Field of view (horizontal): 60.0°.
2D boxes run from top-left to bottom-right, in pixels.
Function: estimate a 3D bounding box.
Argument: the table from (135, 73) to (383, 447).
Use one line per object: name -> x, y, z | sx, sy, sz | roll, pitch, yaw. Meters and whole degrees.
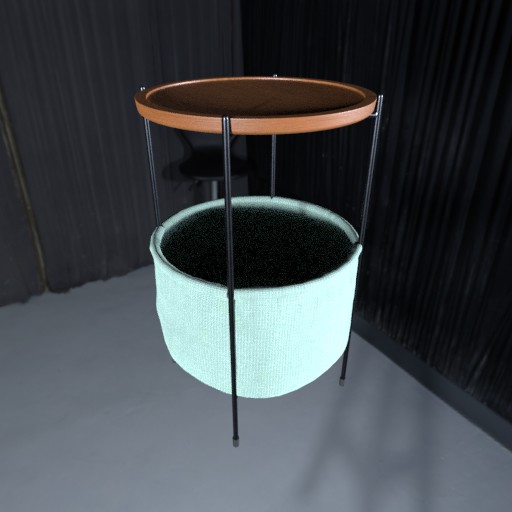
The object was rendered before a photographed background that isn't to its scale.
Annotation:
table -> 0.000, 0.000, 0.877 | 0.400, 0.623, 0.400 | -18, 34, -29
